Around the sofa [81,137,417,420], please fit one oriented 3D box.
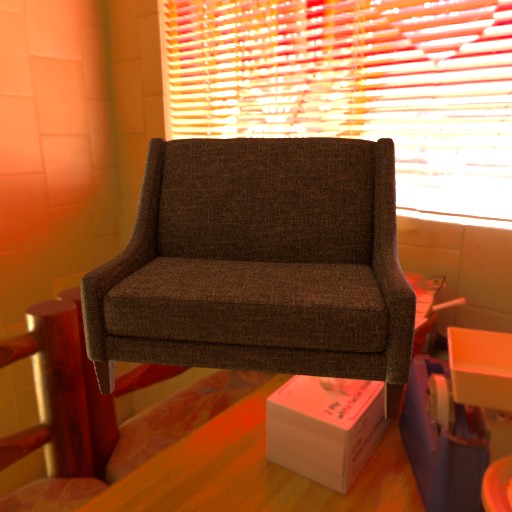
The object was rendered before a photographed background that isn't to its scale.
[{"bbox_3d":[0.000,0.000,1.960,1.242,1.021,0.870,2,15,8],"label":"sofa"}]
